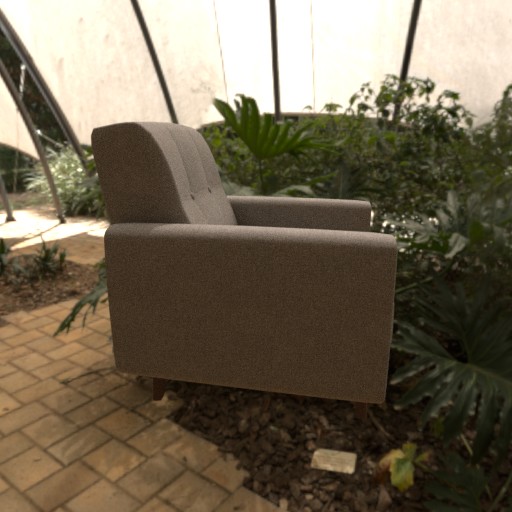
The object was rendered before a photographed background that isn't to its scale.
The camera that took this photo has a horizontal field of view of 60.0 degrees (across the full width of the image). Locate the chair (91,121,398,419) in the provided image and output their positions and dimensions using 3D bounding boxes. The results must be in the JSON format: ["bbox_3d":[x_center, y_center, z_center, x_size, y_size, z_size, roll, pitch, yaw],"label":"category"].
[{"bbox_3d":[0.000,0.000,1.672,0.942,0.968,0.845,2,15,8],"label":"chair"}]
